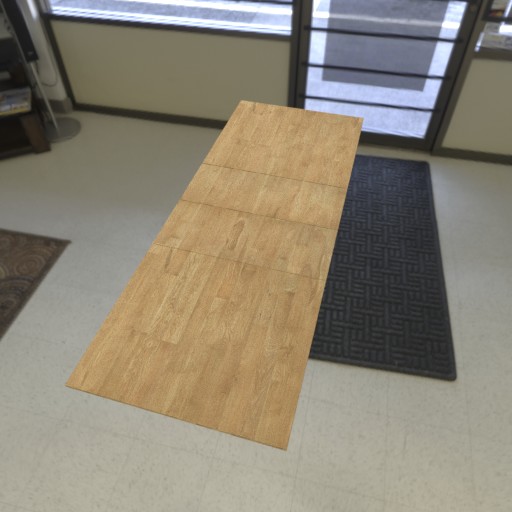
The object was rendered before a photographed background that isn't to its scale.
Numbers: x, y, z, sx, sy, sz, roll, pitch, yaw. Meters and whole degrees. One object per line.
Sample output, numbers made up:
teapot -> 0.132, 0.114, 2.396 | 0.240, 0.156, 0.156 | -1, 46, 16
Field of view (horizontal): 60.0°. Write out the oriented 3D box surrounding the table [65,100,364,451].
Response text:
table -> 0.000, 0.000, 2.975 | 1.000, 0.752, 2.603 | 12, 49, 11
